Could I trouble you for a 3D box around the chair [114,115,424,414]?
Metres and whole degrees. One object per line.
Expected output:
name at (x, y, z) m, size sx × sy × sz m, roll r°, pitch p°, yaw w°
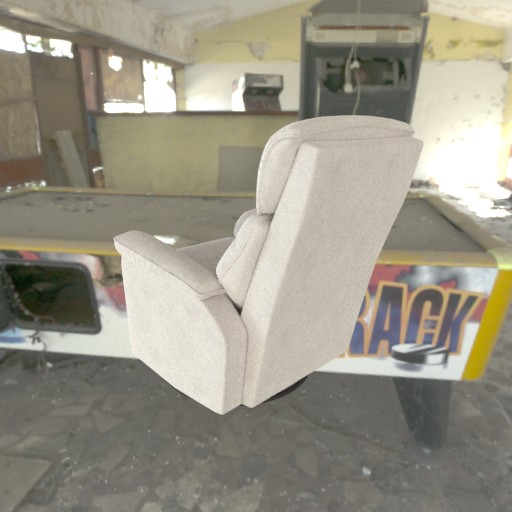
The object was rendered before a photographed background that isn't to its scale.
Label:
chair at (0.000, 0.000, 1.726) m, size 0.820 × 1.039 × 1.001 m, roll -16°, pitch 23°, yaw -42°
